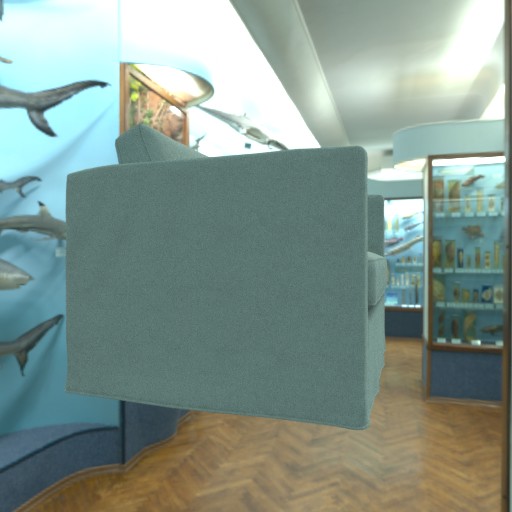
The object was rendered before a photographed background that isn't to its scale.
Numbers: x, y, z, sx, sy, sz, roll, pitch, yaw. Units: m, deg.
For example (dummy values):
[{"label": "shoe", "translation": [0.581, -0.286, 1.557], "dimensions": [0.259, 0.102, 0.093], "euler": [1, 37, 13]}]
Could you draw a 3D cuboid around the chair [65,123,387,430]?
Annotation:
[{"label": "chair", "translation": [0.000, 0.000, 1.719], "dimensions": [0.949, 0.863, 1.057], "euler": [0, 0, 19]}]
